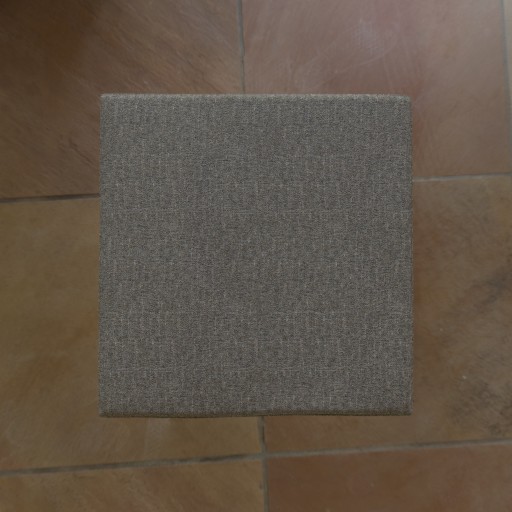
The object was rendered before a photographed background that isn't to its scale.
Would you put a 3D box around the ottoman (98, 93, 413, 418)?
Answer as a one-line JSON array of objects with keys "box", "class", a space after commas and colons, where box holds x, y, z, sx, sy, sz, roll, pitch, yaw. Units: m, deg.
[{"box": [0.000, 0.000, 1.513, 0.981, 0.379, 1.016, 0, 89, -1], "class": "ottoman"}]
